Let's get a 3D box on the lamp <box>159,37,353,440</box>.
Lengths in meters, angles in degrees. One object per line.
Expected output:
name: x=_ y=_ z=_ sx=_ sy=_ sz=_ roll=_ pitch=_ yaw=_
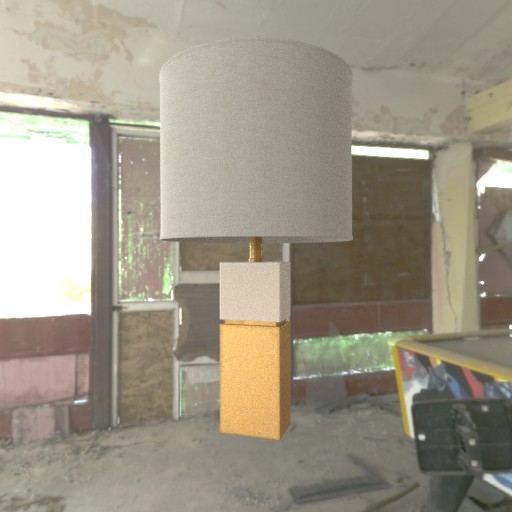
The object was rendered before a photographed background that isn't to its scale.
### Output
lamp: x=0.000 y=0.000 z=0.536 sx=0.229 sy=0.417 sz=0.229 roll=0 pitch=0 yaw=17
